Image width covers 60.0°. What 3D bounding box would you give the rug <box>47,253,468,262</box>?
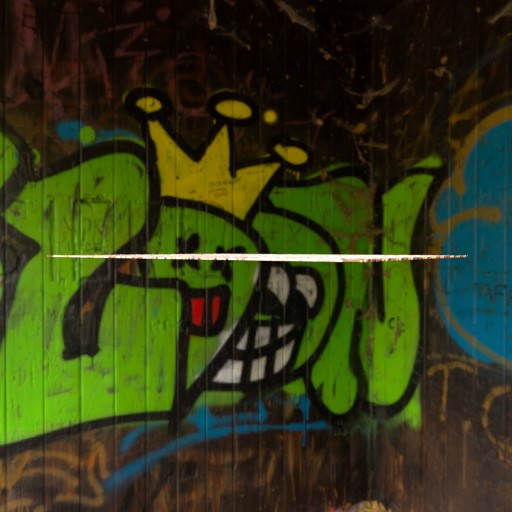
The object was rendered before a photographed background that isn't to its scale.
[{"bbox_3d":[0.000,0.000,4.294,3.274,0.015,2.439,1,1,37],"label":"rug"}]
